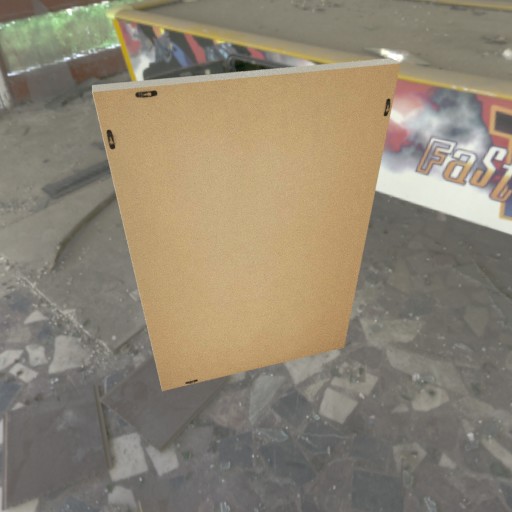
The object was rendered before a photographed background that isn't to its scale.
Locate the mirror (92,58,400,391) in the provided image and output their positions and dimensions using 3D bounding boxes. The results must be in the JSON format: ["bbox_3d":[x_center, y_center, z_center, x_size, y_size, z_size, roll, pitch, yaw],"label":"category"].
[{"bbox_3d":[0.000,0.000,1.148,0.609,0.914,0.041,-10,41,-12],"label":"mirror"}]
